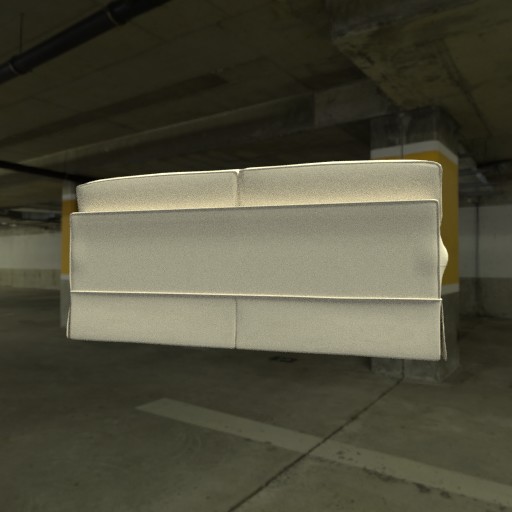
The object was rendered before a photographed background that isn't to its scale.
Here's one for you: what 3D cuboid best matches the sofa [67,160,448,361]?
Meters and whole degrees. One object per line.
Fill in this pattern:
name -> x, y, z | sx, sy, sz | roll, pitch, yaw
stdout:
sofa -> 0.000, 0.000, 2.595 | 2.021, 0.937, 0.862 | 0, -1, 16
